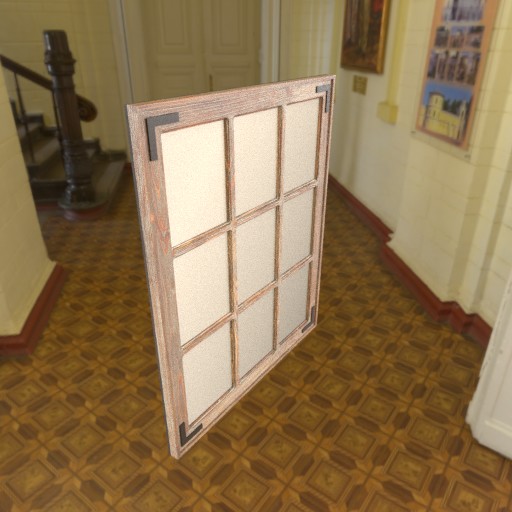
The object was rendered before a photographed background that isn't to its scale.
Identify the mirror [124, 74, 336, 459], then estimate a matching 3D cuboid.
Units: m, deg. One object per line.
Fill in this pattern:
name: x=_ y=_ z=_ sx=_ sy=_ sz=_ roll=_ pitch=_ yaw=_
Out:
mirror: x=0.000 y=0.000 z=1.224 sx=0.032 sy=0.882 sz=0.730 roll=19 pitch=32 yaw=32
